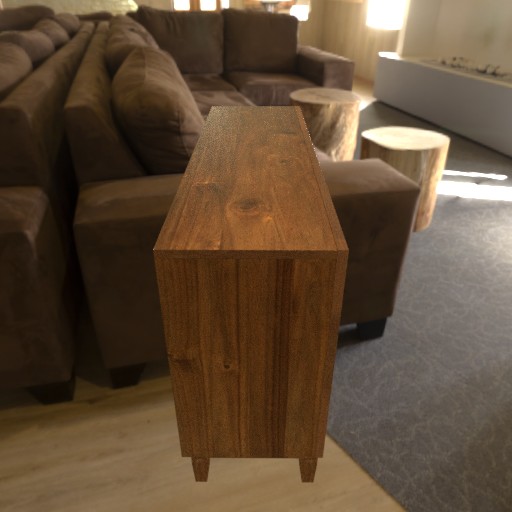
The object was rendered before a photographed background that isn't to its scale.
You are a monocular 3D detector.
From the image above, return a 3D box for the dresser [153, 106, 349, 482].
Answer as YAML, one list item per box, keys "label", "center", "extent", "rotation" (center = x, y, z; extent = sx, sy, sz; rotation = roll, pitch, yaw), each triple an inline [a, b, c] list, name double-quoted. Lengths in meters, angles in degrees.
- label: "dresser"
  center: [0.000, 0.000, 1.796]
  extent: [0.446, 0.873, 1.400]
  rotation: [0, 31, 0]
